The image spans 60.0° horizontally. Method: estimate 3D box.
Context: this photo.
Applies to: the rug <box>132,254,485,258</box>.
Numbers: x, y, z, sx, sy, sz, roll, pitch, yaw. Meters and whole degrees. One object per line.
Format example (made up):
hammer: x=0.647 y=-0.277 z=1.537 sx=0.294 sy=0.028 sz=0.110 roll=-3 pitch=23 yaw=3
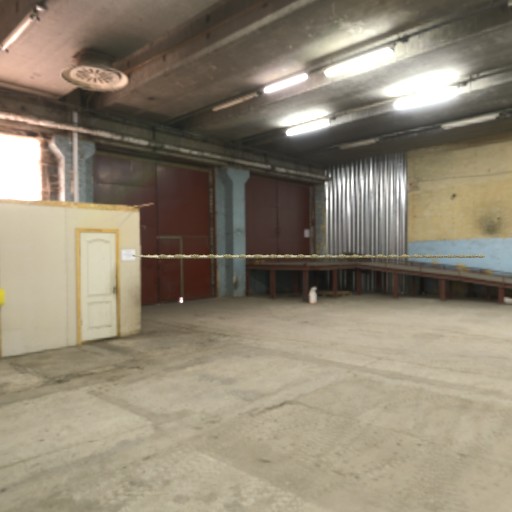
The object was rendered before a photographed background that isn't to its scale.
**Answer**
rug: x=0.000 y=0.000 z=3.032 sx=1.540 sy=0.018 sz=2.435 roll=0 pitch=0 yaw=-18
